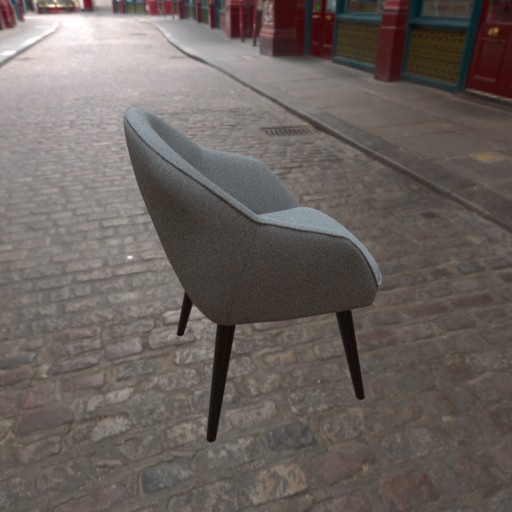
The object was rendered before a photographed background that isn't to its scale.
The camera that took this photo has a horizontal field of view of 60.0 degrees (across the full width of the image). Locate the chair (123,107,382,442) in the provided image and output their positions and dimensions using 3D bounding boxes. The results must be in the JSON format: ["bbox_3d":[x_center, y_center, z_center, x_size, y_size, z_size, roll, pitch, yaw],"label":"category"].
[{"bbox_3d":[0.000,0.000,1.244,0.611,0.810,0.589,-9,31,-16],"label":"chair"}]
